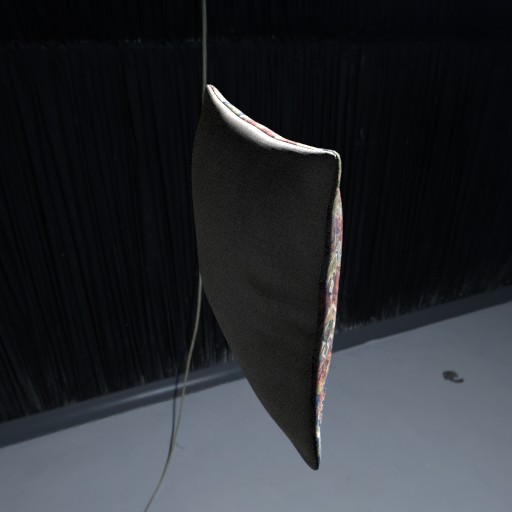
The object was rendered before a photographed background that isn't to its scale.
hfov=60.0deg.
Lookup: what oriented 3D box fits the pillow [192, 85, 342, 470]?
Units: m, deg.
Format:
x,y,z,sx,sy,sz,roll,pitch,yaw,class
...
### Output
x,y,z,sx,sy,sz,roll,pitch,yaw,class
0.000,0.000,0.785,0.166,0.506,0.523,-10,31,-18,pillow
